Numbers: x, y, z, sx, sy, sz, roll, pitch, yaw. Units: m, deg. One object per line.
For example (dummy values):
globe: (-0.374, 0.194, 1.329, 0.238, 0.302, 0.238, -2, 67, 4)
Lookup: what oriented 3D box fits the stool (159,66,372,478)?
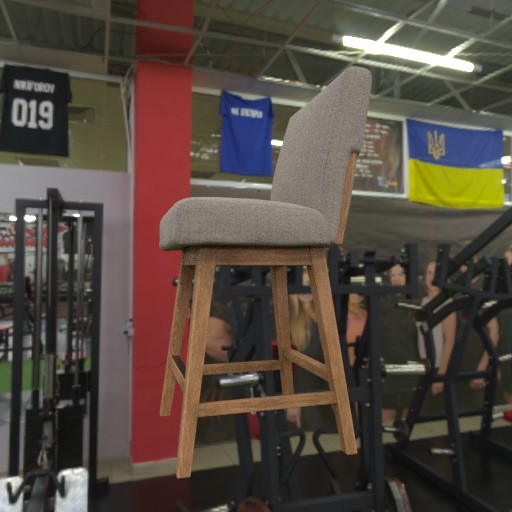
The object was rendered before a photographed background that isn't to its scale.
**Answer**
stool: (0.000, 0.000, 1.294, 0.526, 1.010, 0.459, 0, -1, -17)
